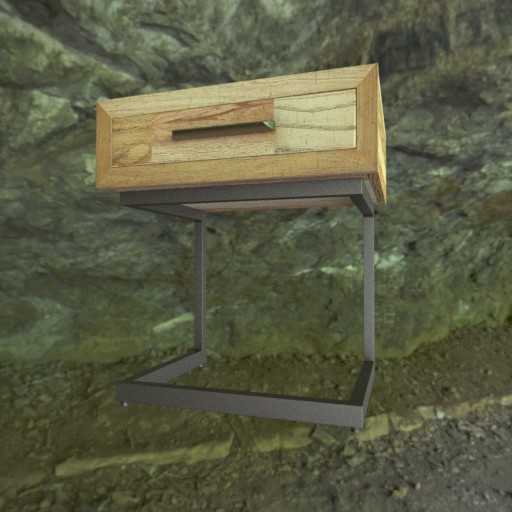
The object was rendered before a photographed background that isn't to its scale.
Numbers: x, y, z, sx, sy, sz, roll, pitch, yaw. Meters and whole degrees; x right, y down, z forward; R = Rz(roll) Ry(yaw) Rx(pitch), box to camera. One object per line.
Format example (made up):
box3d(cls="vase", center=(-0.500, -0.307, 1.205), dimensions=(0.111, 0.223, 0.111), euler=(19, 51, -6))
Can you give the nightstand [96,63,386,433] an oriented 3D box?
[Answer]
box3d(cls="nightstand", center=(0.000, 0.000, 1.010), dimensions=(0.558, 0.632, 0.481), euler=(0, -1, 18))
